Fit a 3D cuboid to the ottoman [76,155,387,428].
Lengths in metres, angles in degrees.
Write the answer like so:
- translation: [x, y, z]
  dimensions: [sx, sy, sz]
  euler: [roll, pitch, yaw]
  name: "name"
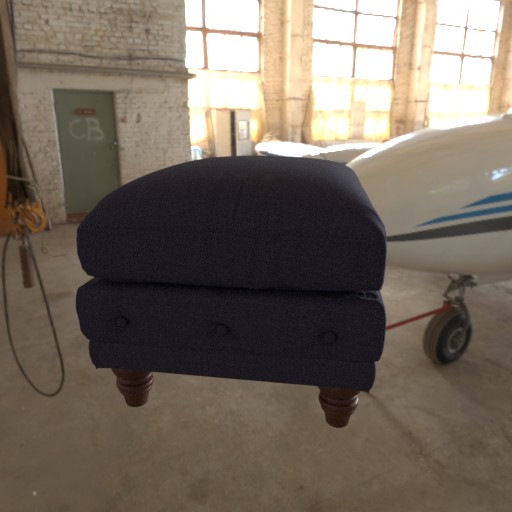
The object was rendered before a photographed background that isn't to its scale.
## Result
- translation: [0.000, 0.000, 1.130]
  dimensions: [0.558, 0.486, 0.767]
  euler: [3, 17, 9]
  name: "ottoman"
